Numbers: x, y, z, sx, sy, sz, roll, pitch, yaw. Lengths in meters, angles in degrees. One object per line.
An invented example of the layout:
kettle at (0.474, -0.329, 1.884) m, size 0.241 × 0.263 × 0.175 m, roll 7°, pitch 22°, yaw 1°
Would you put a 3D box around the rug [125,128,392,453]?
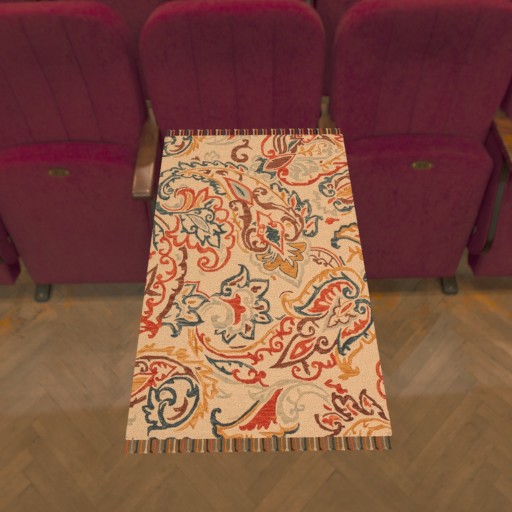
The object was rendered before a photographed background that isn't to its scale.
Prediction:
rug at (0.000, 0.000, 3.169) m, size 1.523 × 0.010 × 2.584 m, roll -1°, pitch 58°, yaw 0°
